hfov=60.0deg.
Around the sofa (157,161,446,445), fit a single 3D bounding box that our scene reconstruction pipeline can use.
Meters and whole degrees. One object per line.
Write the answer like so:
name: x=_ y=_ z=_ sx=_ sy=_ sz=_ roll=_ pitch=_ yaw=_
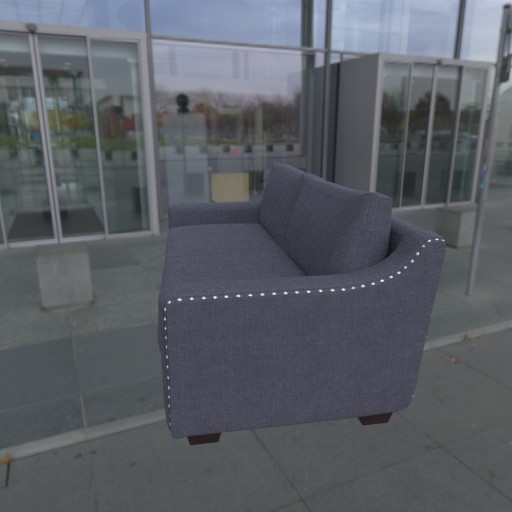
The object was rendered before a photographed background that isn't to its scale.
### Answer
sofa: x=0.000 y=0.000 z=3.214 sx=1.336 sy=1.196 sz=2.550 roll=-3 pitch=16 yaw=-9
